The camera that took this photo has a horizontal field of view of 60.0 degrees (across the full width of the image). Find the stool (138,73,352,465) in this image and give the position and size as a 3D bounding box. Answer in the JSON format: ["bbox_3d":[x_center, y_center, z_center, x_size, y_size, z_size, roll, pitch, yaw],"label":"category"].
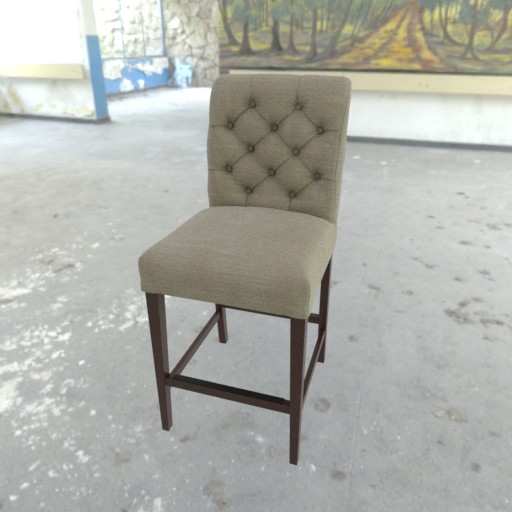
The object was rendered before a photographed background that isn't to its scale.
[{"bbox_3d":[0.000,0.000,1.466,0.486,1.084,0.660,8,27,16],"label":"stool"}]
